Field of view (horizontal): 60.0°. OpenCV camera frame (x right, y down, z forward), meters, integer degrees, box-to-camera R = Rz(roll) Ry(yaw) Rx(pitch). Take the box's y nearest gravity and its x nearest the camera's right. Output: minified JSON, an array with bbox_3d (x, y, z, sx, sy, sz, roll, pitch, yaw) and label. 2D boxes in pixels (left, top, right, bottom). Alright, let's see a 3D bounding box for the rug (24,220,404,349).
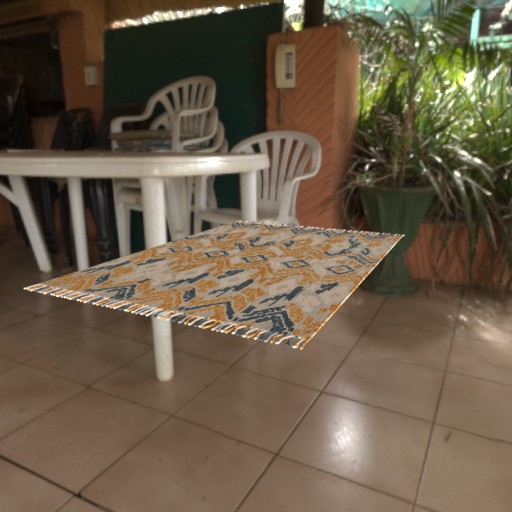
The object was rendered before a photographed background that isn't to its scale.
[{"bbox_3d":[0.000,0.000,2.341,1.230,0.008,1.827,7,16,26],"label":"rug"}]
